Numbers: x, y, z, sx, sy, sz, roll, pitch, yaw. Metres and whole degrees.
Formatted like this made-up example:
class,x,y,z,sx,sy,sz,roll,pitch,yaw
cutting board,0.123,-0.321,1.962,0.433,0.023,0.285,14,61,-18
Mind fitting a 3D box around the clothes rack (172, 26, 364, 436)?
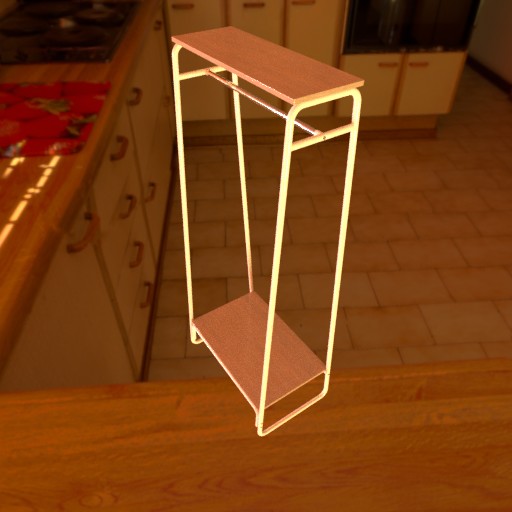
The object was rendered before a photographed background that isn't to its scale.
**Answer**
class,x,y,z,sx,sy,sz,roll,pitch,yaw
clothes rack,0.000,0.000,1.762,0.400,1.512,0.640,-24,46,-25
